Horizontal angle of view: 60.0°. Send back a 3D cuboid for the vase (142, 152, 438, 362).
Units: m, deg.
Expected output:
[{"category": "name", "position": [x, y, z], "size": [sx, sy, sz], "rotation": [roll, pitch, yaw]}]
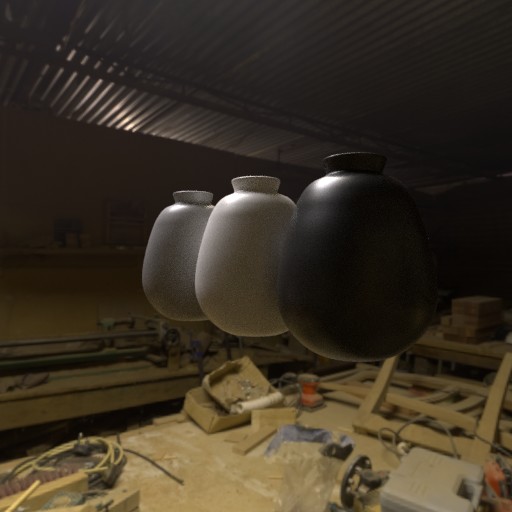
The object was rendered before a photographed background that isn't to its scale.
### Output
[{"category": "vase", "position": [0.000, 0.000, 0.357], "size": [0.097, 0.122, 0.297], "rotation": [0, 0, -38]}]
